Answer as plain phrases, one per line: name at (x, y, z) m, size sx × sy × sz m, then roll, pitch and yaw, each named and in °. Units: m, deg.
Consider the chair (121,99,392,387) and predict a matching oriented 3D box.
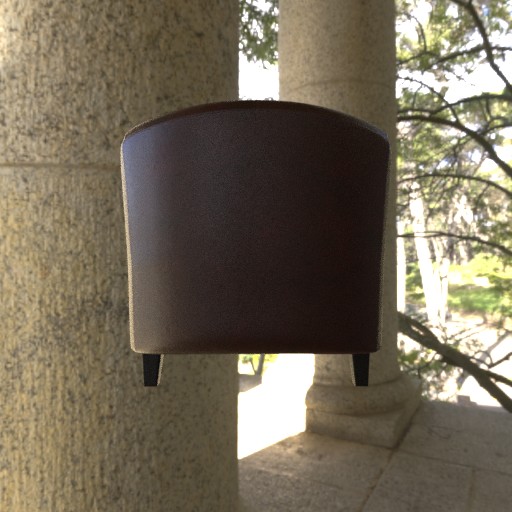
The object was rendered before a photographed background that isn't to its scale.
chair at (0.000, 0.000, 1.406) m, size 0.792 × 0.756 × 0.727 m, roll 0°, pitch 0°, yaw 0°
